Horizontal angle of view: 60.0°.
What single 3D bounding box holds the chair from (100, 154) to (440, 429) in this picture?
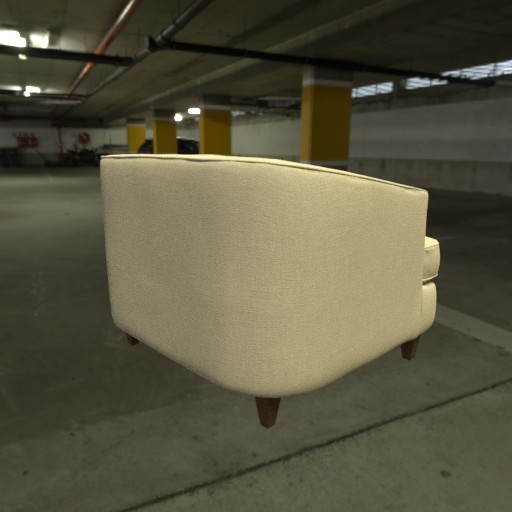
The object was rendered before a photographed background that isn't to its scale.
[{"bbox_3d":[0.000,0.000,1.740,0.914,0.787,1.118,-13,19,-43],"label":"chair"}]
